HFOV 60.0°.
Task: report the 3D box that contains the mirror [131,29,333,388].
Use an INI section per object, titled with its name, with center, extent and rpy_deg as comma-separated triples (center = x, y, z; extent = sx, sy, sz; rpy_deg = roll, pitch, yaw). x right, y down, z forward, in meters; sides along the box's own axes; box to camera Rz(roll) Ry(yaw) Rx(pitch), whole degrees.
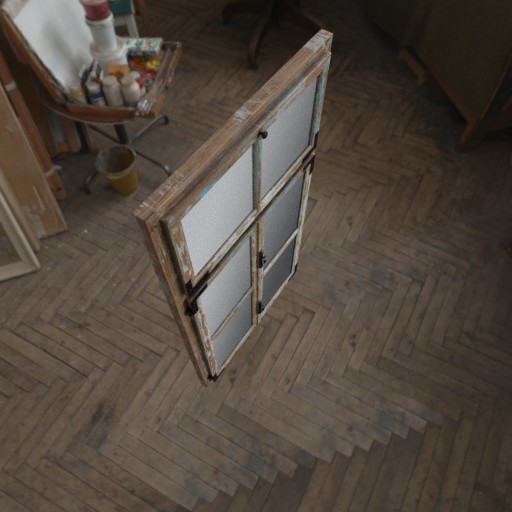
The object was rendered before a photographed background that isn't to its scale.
[mirror]
center = 0.000, 0.000, 1.494
extent = 0.083, 1.213, 0.707
rpy_deg = 31, 64, 17
